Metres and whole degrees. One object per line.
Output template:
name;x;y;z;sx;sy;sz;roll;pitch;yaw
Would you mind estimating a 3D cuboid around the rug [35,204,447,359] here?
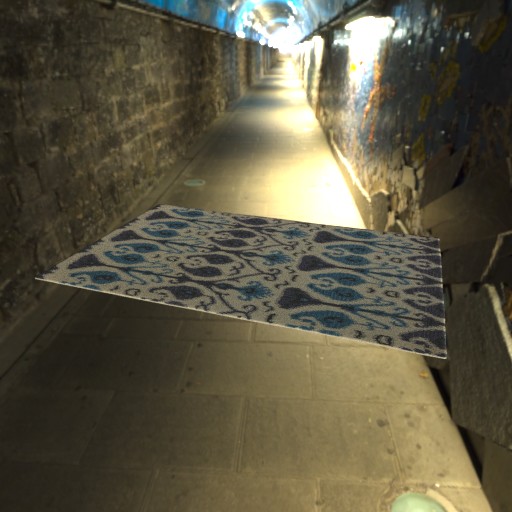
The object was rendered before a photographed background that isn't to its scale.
rug;0.000;0.000;2.155;1.698;0.013;1.072;8;26;17
